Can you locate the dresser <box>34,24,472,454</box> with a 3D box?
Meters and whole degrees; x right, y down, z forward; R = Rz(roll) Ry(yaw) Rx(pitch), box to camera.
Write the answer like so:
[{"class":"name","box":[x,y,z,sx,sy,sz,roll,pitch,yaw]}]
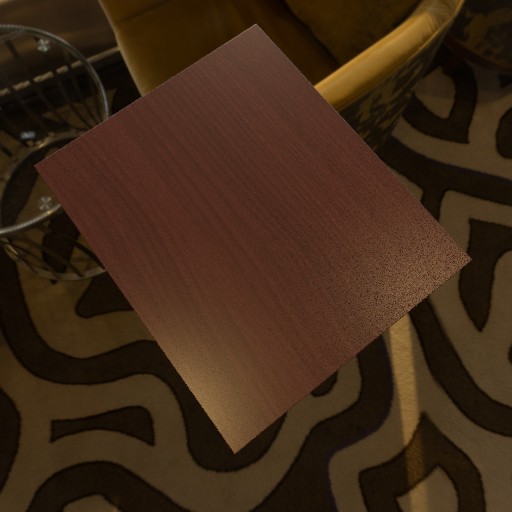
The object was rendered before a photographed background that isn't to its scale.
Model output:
[{"class":"dresser","box":[0.000,0.000,0.742,0.360,0.470,0.400,-37,78,-9]}]
